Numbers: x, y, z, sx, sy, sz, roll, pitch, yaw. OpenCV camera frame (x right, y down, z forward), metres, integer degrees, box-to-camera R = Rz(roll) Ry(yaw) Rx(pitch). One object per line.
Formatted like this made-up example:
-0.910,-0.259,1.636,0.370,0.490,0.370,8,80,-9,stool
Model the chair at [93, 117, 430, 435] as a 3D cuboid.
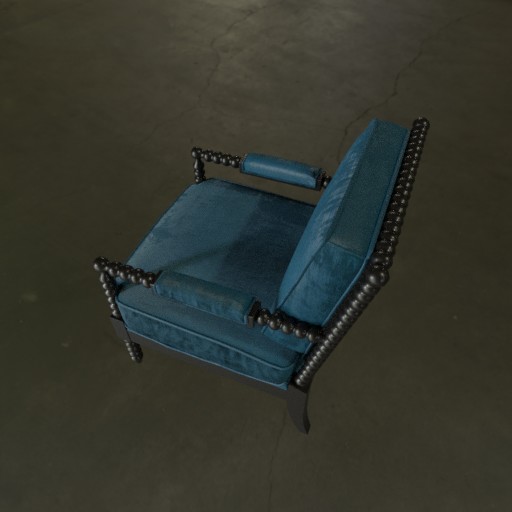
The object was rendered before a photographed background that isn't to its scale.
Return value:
0.000,0.000,1.446,0.805,0.857,0.688,17,50,15,chair
